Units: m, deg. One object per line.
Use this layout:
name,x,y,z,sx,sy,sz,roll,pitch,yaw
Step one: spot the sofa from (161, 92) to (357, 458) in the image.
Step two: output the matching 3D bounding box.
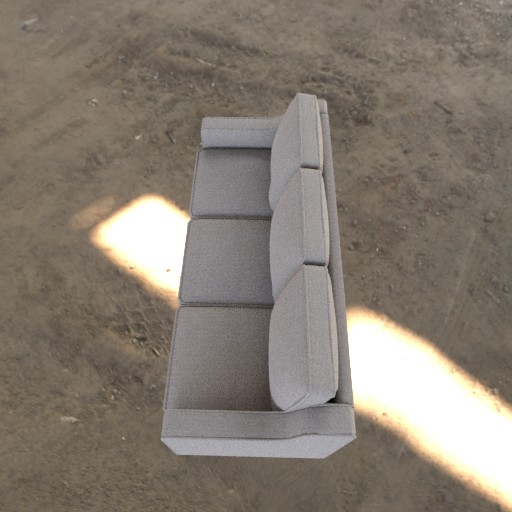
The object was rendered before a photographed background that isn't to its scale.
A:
sofa,0.000,0.000,2.658,0.899,0.950,2.129,1,58,1
